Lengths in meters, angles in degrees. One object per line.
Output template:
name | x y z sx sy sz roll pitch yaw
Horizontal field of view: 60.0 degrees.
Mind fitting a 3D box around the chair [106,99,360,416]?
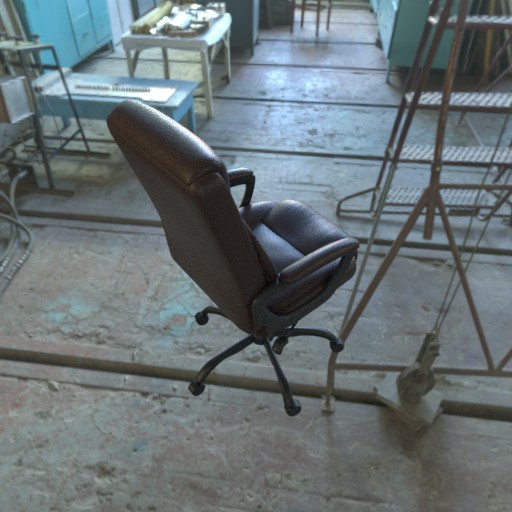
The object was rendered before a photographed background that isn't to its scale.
chair | 0.000 0.000 1.474 0.655 1.072 0.615 -26 47 -27
